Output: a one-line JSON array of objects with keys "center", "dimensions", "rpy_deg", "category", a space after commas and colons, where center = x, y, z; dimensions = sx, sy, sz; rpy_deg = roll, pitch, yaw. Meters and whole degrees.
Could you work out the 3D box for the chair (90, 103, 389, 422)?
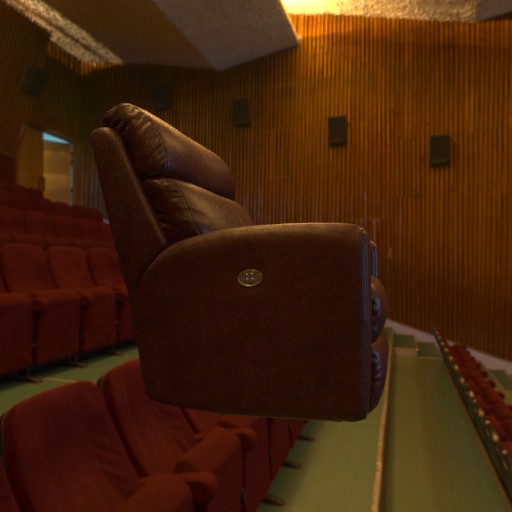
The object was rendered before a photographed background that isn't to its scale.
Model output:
[{"center": [0.000, 0.000, 1.650], "dimensions": [0.939, 1.016, 0.787], "rpy_deg": [0, -2, 17], "category": "chair"}]
